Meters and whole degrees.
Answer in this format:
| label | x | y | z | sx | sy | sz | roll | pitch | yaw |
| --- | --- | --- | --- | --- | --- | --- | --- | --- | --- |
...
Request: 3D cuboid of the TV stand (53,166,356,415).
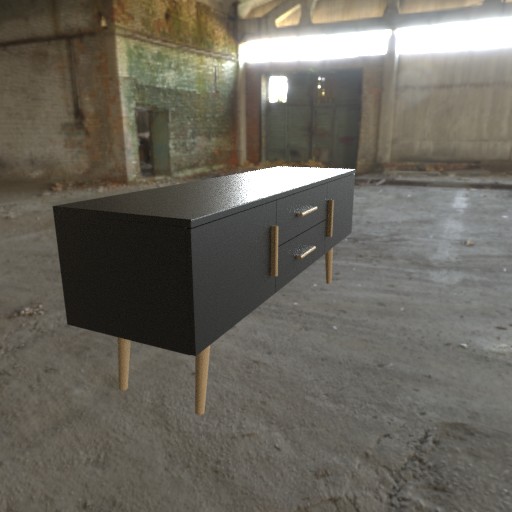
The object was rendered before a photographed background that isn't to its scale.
| label | x | y | z | sx | sy | sz | roll | pitch | yaw |
| --- | --- | --- | --- | --- | --- | --- | --- | --- | --- |
| TV stand | 0.000 | 0.000 | 1.561 | 0.390 | 0.518 | 1.312 | 7 | 17 | 25 |
